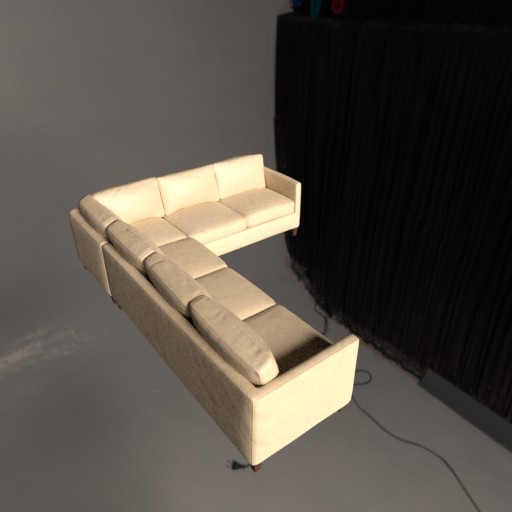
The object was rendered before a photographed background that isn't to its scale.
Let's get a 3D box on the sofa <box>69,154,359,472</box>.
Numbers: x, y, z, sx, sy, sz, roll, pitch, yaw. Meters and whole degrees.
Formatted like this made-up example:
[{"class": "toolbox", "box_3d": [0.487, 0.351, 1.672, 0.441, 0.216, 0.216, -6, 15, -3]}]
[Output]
[{"class": "sofa", "box_3d": [0.000, 0.000, 4.404, 2.593, 0.947, 3.302, -21, 37, -32]}]
